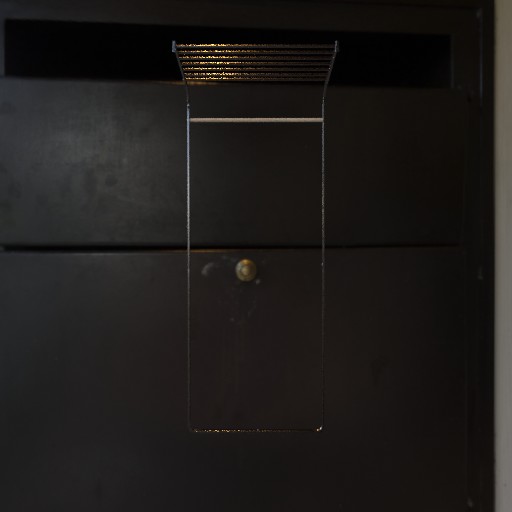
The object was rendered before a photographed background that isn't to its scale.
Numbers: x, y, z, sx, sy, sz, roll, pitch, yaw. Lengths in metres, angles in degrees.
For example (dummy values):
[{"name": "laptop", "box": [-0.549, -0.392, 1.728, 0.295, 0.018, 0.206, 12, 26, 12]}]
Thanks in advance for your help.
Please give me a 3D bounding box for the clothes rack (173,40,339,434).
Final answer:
[{"name": "clothes rack", "box": [0.000, 0.000, 1.798, 0.609, 1.574, 0.349, 0, 1, 0]}]
